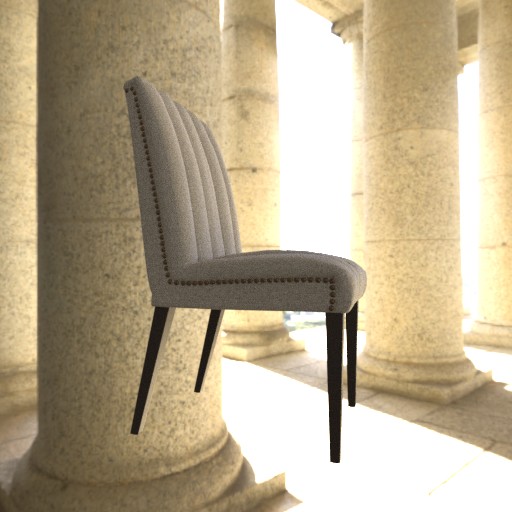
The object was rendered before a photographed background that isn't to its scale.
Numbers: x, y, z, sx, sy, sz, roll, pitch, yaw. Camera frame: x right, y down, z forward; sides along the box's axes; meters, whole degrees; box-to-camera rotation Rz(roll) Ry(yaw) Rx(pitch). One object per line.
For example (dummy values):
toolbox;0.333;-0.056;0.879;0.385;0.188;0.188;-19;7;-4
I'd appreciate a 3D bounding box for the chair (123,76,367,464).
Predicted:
chair;0.000;0.000;1.378;0.647;1.016;0.511;0;0;18
